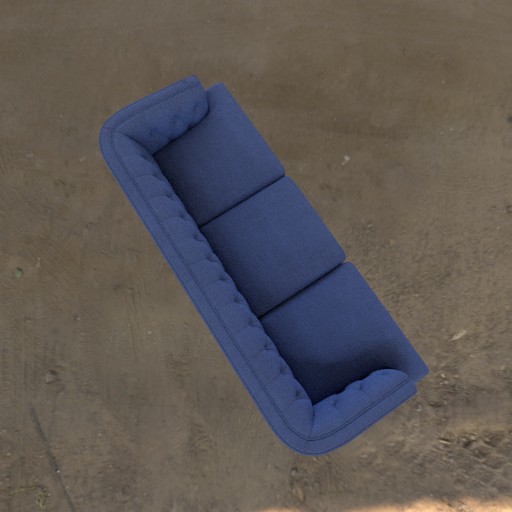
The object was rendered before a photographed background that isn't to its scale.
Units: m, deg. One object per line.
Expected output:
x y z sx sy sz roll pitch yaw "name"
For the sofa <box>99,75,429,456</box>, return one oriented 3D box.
0.000 0.000 2.703 0.914 0.787 2.235 -32 79 -7 "sofa"
